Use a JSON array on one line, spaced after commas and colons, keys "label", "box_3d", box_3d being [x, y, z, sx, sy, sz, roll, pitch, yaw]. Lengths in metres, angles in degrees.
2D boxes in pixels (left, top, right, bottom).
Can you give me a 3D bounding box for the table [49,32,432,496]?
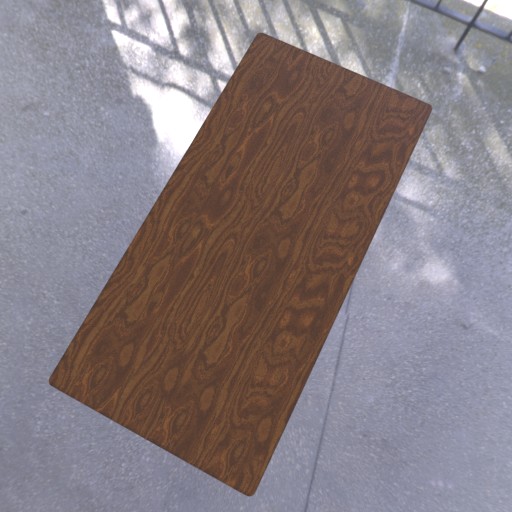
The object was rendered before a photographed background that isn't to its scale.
[{"label": "table", "box_3d": [0.000, 0.000, 2.202, 0.883, 0.753, 1.791, 26, 77, 7]}]
